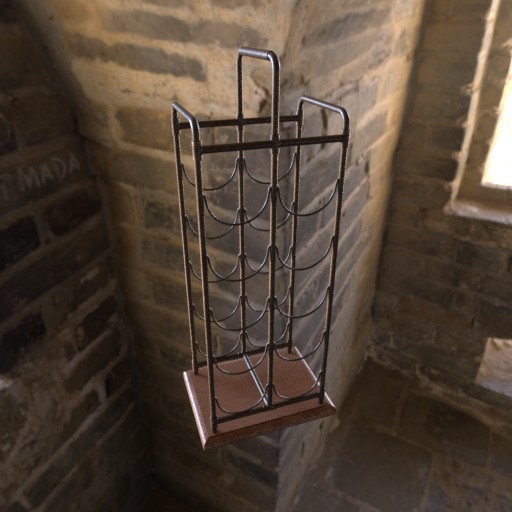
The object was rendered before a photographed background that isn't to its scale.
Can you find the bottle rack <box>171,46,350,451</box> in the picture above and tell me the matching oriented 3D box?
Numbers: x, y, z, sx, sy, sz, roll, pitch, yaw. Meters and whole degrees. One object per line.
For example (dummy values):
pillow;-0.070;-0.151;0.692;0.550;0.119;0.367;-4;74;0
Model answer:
bottle rack;0.000;0.000;0.800;0.276;0.680;0.208;-9;29;-17
